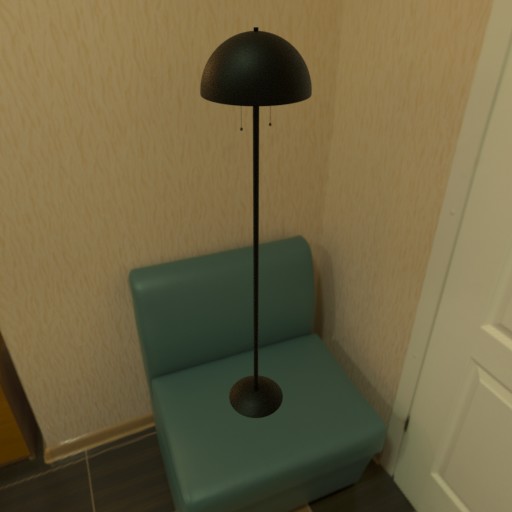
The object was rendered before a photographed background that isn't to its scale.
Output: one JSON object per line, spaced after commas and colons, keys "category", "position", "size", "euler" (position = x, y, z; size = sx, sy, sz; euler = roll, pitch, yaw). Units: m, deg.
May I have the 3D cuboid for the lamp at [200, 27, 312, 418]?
{"category": "lamp", "position": [0.000, 0.000, 1.609], "size": [0.328, 1.480, 0.328], "euler": [21, 38, 31]}
